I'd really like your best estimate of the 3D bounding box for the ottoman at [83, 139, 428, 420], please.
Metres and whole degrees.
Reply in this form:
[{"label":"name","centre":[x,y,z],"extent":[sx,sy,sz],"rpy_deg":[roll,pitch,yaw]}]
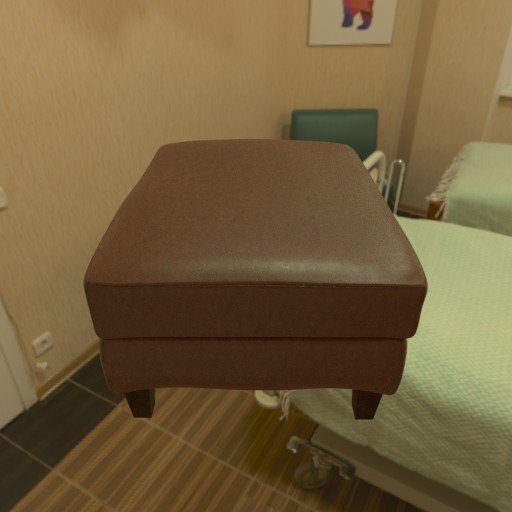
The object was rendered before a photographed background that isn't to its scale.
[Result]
[{"label":"ottoman","centre":[0.000,0.000,1.239],"extent":[0.650,0.485,0.851],"rpy_deg":[0,31,0]}]
